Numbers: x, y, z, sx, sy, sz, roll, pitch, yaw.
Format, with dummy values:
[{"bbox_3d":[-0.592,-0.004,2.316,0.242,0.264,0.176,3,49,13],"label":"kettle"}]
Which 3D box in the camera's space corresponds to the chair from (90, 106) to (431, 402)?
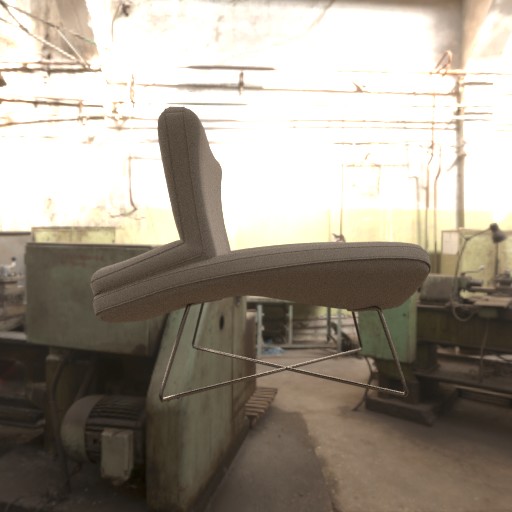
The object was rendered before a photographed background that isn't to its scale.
[{"bbox_3d":[0.000,0.000,1.642,1.008,0.855,0.859,0,2,0],"label":"chair"}]
